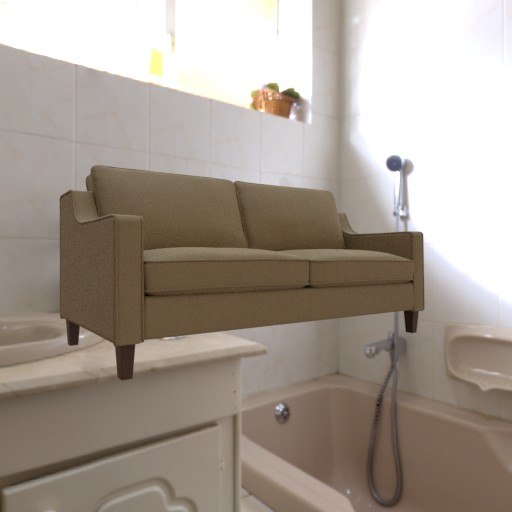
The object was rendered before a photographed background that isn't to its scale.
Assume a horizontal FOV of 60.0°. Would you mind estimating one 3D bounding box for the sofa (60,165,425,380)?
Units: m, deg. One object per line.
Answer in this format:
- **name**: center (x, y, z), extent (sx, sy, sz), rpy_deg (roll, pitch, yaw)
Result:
- **sofa**: center (0.000, 0.000, 2.887), extent (2.178, 1.071, 1.066), rpy_deg (0, 0, -36)
